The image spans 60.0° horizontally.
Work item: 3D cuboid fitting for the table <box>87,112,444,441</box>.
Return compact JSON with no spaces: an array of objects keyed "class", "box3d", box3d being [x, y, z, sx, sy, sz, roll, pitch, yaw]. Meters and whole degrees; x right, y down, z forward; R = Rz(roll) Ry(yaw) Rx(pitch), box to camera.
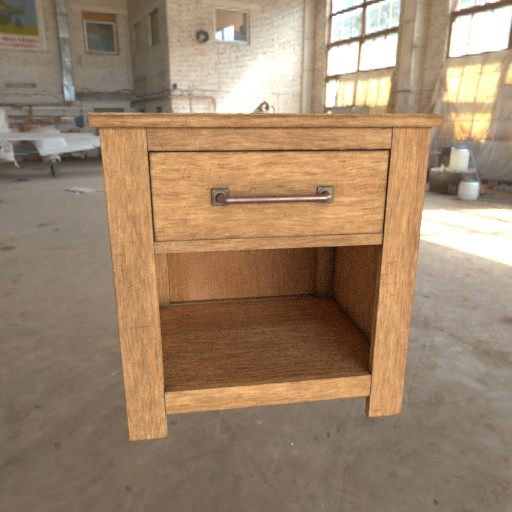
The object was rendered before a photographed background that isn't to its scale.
[{"class":"table","box3d":[0.000,0.000,1.034,0.601,0.625,0.494,-2,17,-8]}]
